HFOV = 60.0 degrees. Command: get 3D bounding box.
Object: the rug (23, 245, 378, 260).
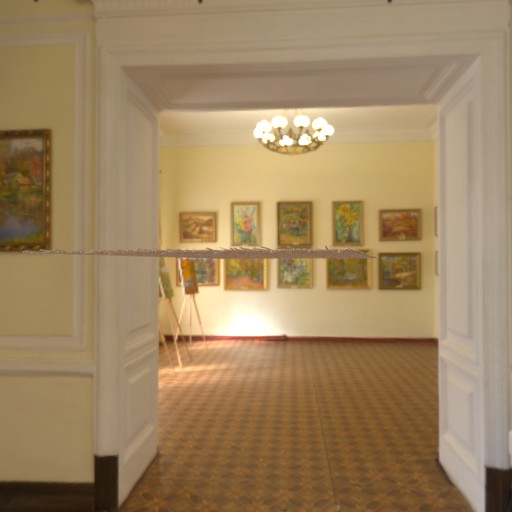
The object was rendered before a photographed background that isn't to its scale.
[{"bbox_3d":[0.000,0.000,2.441,1.224,0.027,2.021,0,-1,18],"label":"rug"}]
